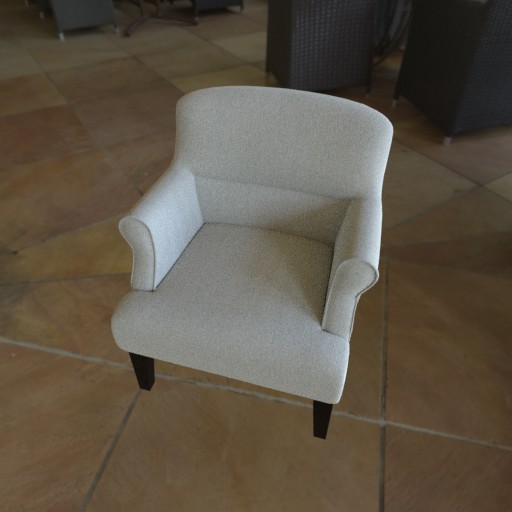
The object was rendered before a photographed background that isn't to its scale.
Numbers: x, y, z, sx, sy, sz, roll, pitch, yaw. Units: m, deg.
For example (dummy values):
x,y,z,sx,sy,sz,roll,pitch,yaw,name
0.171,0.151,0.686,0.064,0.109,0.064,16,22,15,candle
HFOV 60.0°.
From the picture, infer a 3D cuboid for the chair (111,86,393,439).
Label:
x,y,z,sx,sy,sz,roll,pitch,yaw,name
0.000,0.000,1.494,0.781,0.875,0.750,11,42,12,chair
